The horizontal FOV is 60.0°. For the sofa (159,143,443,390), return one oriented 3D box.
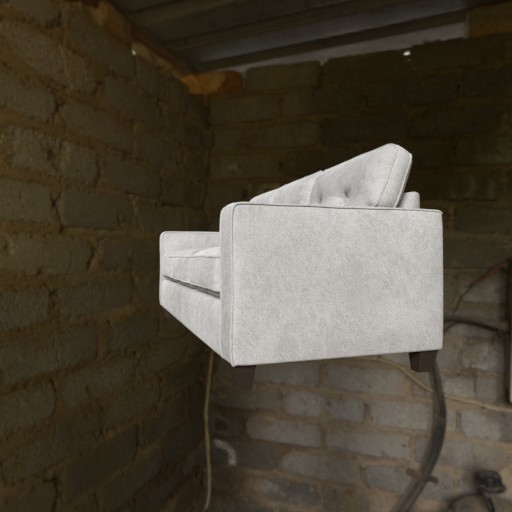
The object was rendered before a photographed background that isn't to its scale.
[{"bbox_3d":[0.000,0.000,2.666,0.939,0.965,2.133,0,0,-19],"label":"sofa"}]
